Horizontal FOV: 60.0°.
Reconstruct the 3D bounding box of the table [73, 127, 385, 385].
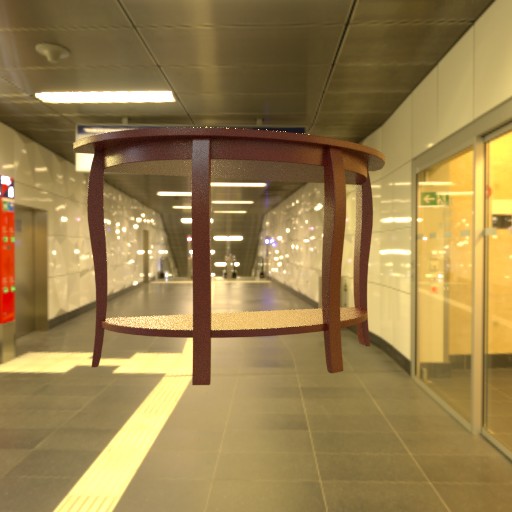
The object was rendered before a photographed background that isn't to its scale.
[{"bbox_3d":[0.000,0.000,1.569,1.219,0.779,0.405,0,1,-18],"label":"table"}]
